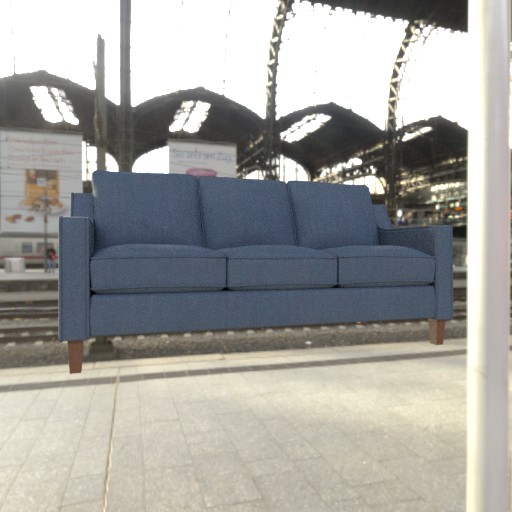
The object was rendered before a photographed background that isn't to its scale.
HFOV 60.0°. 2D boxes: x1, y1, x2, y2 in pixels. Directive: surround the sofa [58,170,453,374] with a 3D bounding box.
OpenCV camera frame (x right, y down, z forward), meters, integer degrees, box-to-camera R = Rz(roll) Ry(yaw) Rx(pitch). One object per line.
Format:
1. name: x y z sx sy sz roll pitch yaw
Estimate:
1. sofa: 0.000 0.000 2.526 1.986 0.974 0.911 0 0 -18
